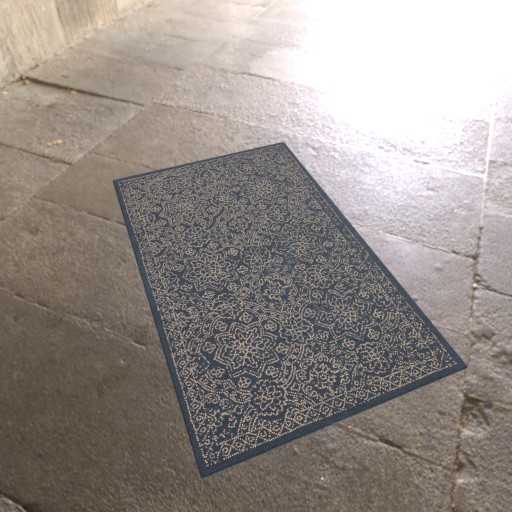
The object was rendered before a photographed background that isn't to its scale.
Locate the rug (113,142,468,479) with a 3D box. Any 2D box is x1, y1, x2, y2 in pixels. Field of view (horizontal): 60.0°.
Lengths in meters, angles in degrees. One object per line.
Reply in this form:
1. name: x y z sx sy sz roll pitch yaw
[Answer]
1. rug: 0.000 0.000 3.013 1.526 0.015 2.441 -16 49 -15
